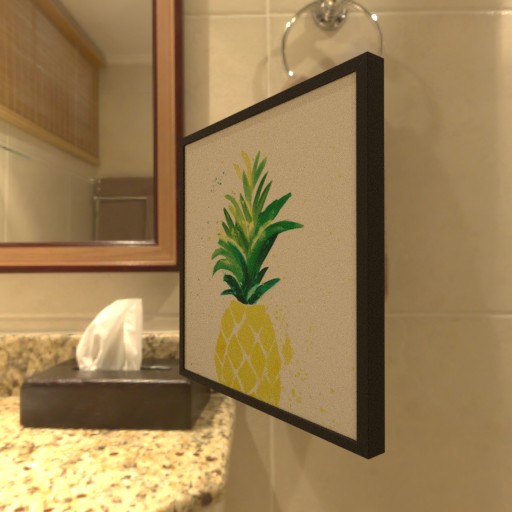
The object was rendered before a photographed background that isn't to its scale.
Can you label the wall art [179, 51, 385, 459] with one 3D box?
[{"bbox_3d":[0.000,0.000,0.763,0.033,0.507,0.508,0,-1,-37],"label":"wall art"}]
